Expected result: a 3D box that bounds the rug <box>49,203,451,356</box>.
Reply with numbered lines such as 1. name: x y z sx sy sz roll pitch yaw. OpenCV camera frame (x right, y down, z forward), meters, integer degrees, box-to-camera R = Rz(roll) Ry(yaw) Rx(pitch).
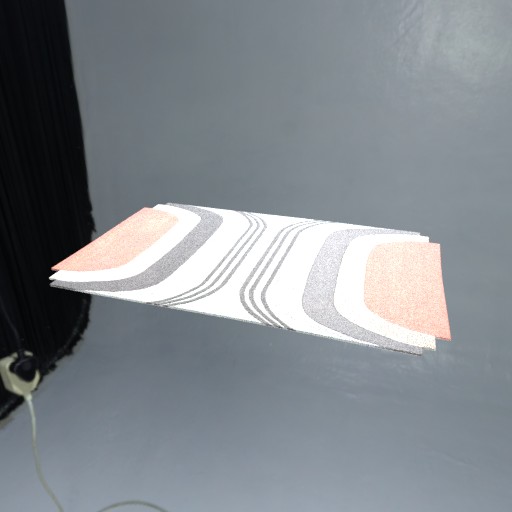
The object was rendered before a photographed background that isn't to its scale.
1. rug: 0.000 0.000 3.066 2.446 0.017 1.530 8 28 16
